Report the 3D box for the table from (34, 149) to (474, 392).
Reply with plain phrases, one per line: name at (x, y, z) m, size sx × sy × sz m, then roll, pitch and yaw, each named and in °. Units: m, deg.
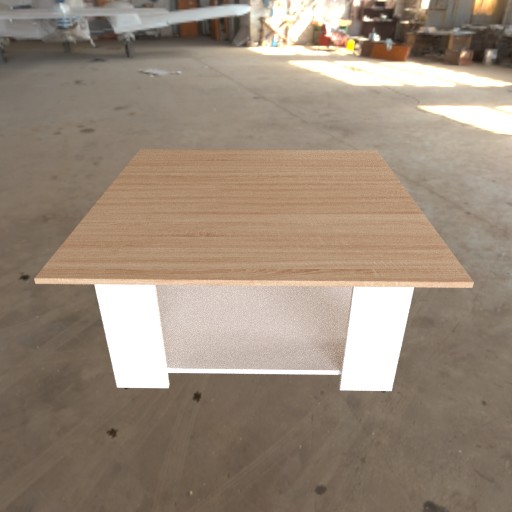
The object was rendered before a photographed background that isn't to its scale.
table at (0.000, 0.000, 1.040) m, size 0.670 × 0.305 × 0.670 m, roll 0°, pitch 30°, yaw 1°
